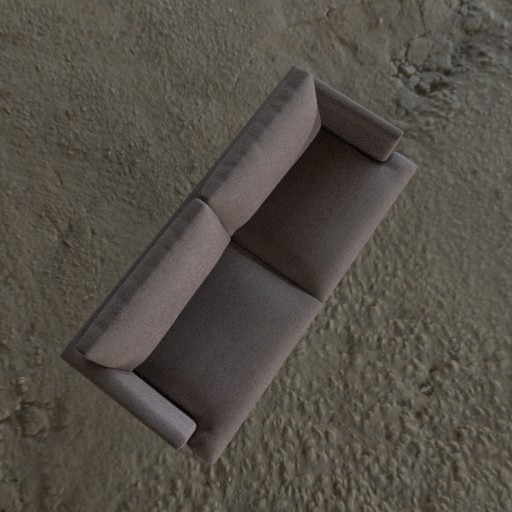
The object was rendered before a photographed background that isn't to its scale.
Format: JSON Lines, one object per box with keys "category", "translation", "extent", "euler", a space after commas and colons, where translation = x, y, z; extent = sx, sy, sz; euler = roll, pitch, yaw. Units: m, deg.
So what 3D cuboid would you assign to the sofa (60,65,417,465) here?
{"category": "sofa", "translation": [0.000, 0.000, 2.737], "extent": [1.020, 0.868, 2.250], "euler": [35, 79, 8]}
